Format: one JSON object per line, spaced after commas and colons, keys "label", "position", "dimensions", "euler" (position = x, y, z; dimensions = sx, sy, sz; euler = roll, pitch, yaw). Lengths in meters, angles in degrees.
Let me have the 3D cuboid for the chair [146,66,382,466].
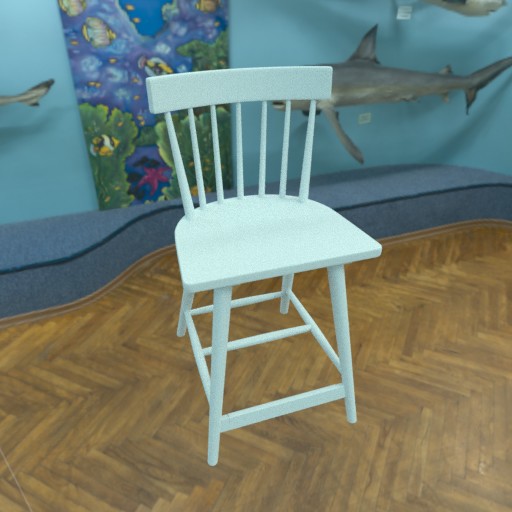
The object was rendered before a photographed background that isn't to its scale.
{"label": "chair", "position": [0.000, 0.000, 1.259], "dimensions": [0.483, 0.952, 0.572], "euler": [-10, 34, -15]}
